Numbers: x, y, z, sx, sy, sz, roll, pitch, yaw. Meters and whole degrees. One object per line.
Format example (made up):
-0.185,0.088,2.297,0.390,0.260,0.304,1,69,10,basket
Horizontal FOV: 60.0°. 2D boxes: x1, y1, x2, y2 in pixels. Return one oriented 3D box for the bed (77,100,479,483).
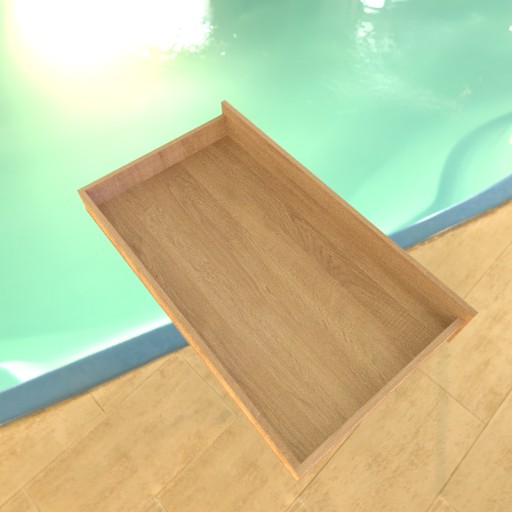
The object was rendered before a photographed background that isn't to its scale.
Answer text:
0.000,0.000,1.489,0.685,0.209,1.200,-34,63,-20,bed
